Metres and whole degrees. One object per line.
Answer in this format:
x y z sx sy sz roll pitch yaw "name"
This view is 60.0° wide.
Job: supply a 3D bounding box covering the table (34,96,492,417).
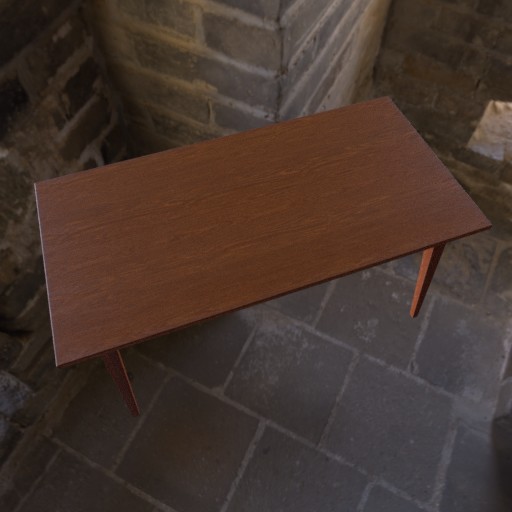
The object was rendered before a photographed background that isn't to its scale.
0.000 0.000 2.045 1.609 0.755 0.811 -17 59 -11 "table"
